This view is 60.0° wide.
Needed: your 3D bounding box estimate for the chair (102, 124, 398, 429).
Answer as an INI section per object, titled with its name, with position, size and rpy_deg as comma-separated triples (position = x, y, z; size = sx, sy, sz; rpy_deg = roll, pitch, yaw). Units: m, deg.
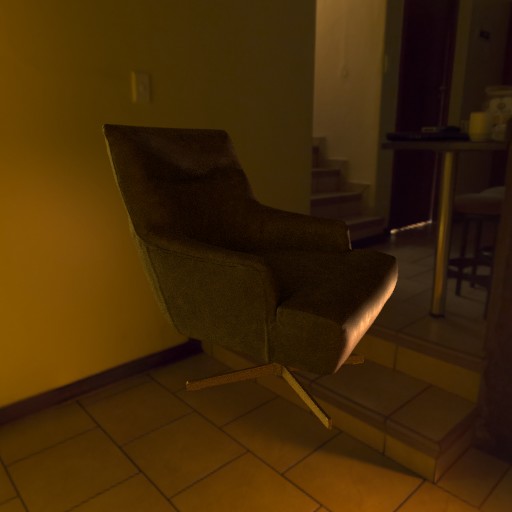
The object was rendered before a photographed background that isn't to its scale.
[chair]
position = 0.000, 0.000, 1.537
size = 0.874, 0.870, 0.738
rpy_deg = 7, 16, 27
